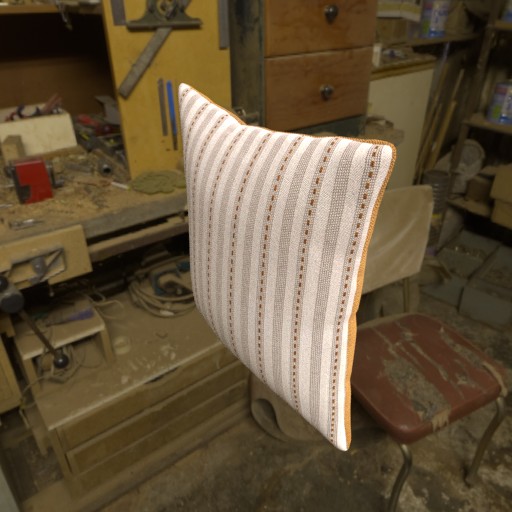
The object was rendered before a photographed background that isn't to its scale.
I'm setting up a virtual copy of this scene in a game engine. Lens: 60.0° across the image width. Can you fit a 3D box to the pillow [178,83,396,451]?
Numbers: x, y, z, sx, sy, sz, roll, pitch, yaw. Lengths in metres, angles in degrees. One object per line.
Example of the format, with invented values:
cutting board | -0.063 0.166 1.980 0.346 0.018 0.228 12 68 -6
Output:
pillow | 0.000 0.000 0.661 0.147 0.437 0.432 -20 36 -30
